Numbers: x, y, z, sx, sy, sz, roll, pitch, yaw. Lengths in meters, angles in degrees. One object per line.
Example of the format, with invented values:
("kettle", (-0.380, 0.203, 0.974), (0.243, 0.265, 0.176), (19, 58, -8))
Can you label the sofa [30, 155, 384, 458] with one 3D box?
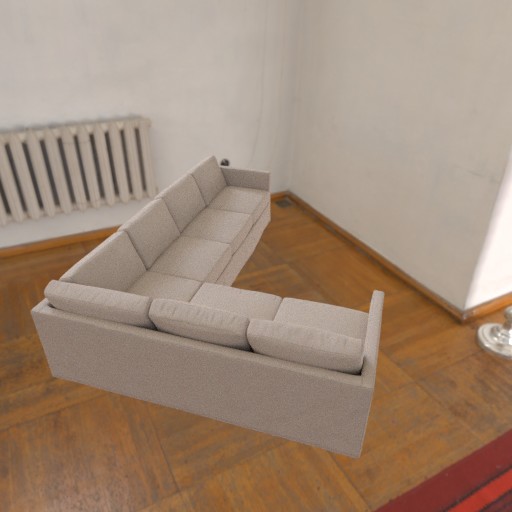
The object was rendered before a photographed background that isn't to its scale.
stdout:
("sofa", (0.000, 0.000, 4.272), (2.432, 0.871, 3.182), (9, 33, 15))
